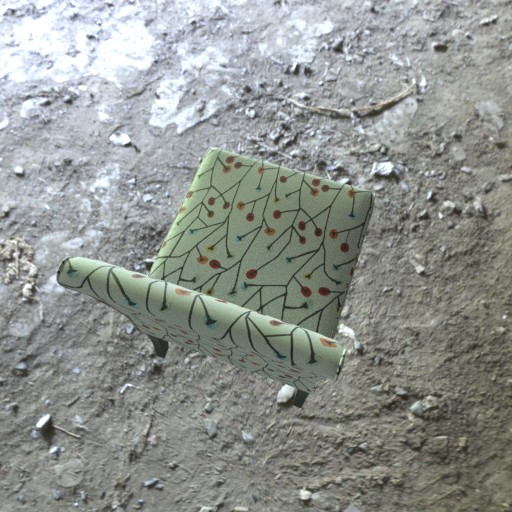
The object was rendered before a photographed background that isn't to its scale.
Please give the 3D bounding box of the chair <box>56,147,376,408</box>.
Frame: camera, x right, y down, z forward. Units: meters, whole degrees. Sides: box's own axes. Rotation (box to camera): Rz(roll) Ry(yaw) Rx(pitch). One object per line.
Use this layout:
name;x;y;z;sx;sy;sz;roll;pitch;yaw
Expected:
chair;0.000;0.000;1.316;0.597;0.813;0.732;17;64;9
